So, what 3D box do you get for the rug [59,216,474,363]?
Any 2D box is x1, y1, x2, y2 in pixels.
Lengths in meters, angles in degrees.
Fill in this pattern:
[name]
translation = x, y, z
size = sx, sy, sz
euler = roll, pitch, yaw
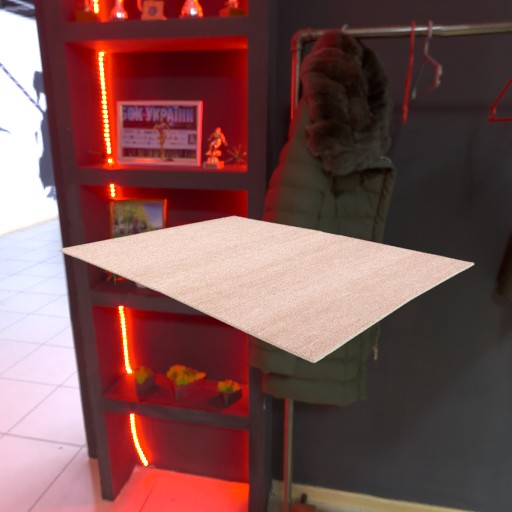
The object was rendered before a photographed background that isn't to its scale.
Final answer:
[rug]
translation = 0.000, 0.000, 4.238
size = 3.202, 0.045, 2.434
euler = 15, 22, 42
